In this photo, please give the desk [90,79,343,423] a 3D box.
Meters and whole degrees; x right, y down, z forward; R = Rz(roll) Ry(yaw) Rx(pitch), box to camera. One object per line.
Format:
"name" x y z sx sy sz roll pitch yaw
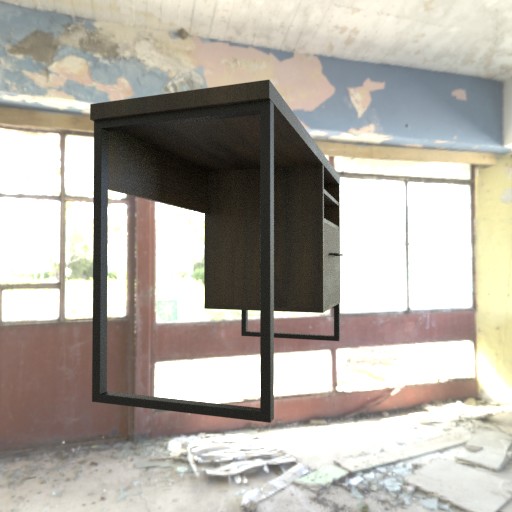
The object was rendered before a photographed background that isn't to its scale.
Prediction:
"desk" 0.000 0.000 1.572 0.511 0.752 1.134 0 -1 18
